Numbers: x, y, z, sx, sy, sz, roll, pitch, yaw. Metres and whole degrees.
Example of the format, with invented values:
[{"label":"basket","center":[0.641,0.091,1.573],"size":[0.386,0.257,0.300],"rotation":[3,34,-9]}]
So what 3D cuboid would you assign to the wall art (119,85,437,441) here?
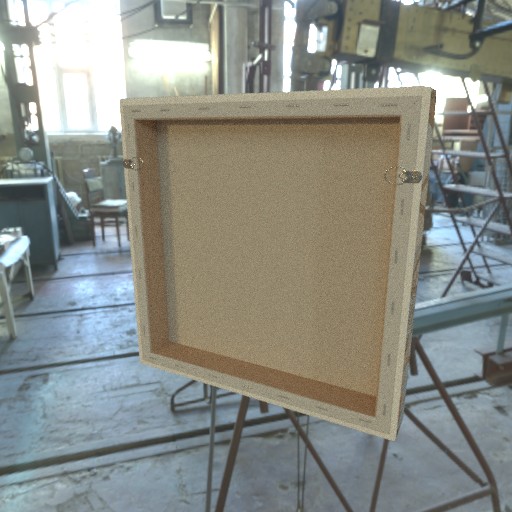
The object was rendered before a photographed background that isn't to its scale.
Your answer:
[{"label":"wall art","center":[0.000,0.000,0.441],"size":[0.303,0.304,0.036],"rotation":[8,18,27]}]
